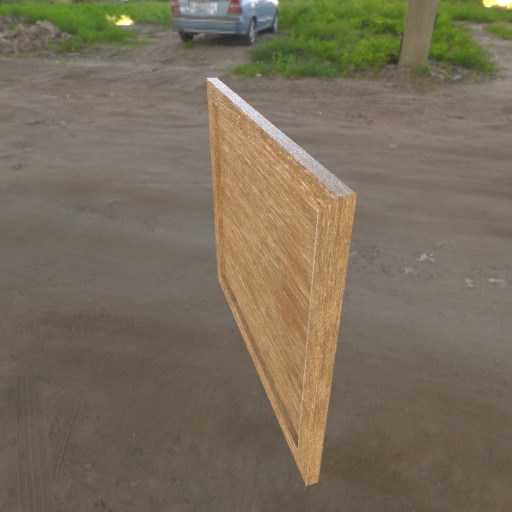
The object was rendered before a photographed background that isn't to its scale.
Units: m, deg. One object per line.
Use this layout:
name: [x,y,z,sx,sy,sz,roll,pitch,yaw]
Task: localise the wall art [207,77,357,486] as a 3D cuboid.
wall art: [0.000,0.000,0.942,0.026,0.588,0.690,-10,34,-15]
